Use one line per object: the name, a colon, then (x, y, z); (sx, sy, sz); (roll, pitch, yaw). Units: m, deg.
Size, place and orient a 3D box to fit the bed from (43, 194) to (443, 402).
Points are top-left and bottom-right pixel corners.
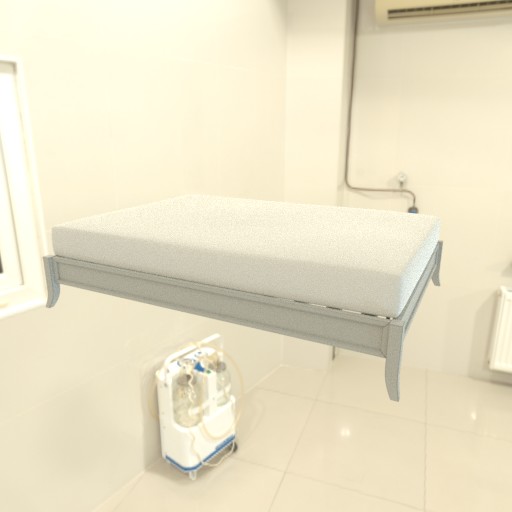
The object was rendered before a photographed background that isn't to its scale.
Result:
bed: (0.000, 0.000, 2.673); (1.985, 0.510, 1.460); (8, 18, 26)
